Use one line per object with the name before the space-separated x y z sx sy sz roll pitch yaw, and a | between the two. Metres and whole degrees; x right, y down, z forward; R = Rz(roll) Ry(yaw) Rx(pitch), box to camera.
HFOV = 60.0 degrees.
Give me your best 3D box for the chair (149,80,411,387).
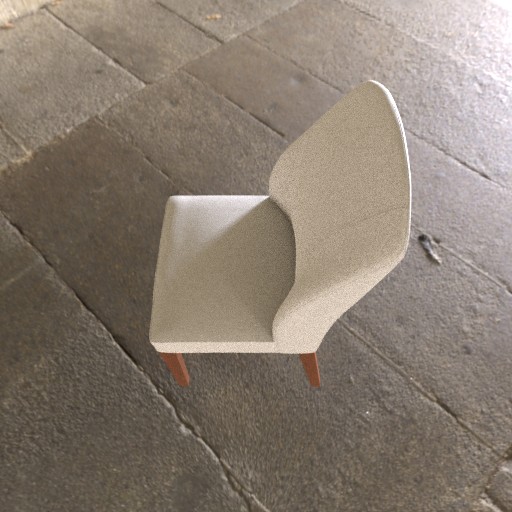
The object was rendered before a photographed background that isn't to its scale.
chair | 0.000 0.000 1.183 0.540 0.893 0.472 0 58 0
